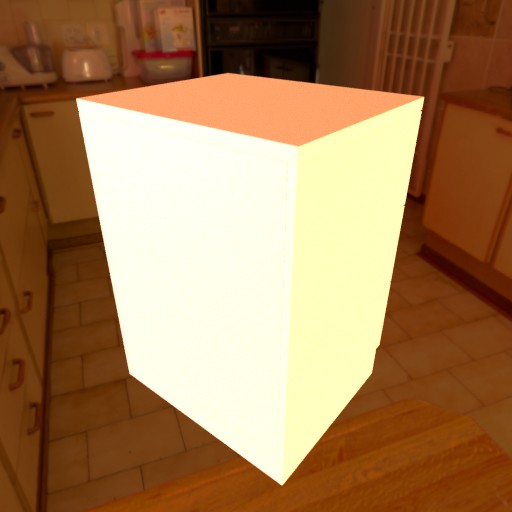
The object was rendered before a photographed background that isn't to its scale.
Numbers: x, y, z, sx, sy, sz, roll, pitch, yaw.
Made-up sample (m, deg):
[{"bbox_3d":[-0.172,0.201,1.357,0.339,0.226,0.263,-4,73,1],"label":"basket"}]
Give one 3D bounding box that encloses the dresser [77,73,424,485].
[{"bbox_3d":[0.000,0.000,0.814,0.400,0.560,0.360,22,37,33],"label":"dresser"}]
